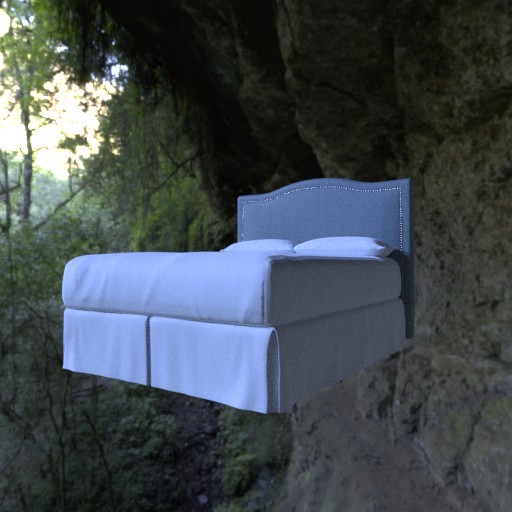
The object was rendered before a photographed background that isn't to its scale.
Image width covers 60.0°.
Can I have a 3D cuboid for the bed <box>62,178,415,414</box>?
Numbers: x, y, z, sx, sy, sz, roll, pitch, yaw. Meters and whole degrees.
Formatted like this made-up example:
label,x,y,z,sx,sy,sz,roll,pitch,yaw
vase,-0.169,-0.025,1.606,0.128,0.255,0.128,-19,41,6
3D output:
label,x,y,z,sx,sy,sz,roll,pitch,yaw
bed,0.000,0.000,3.274,1.753,1.460,2.143,-1,-1,34
